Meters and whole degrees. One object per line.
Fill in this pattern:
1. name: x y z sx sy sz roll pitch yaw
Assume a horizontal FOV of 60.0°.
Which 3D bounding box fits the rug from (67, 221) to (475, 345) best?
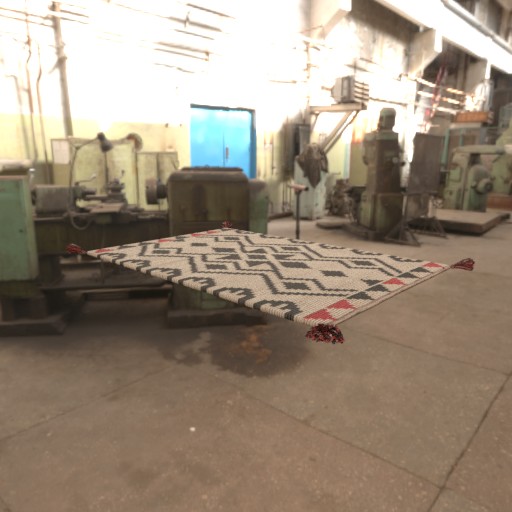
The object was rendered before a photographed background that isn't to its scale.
1. rug: 0.000 0.000 2.642 2.069 0.067 1.444 12 18 42
